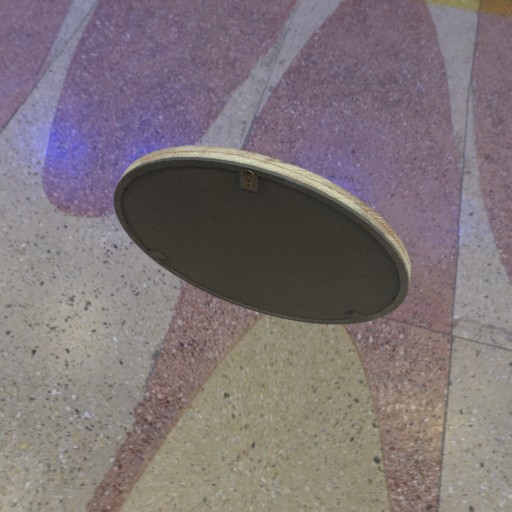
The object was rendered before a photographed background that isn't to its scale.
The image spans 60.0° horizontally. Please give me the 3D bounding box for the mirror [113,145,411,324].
[{"bbox_3d":[0.000,0.000,1.072,0.710,0.710,0.038,16,64,8],"label":"mirror"}]
